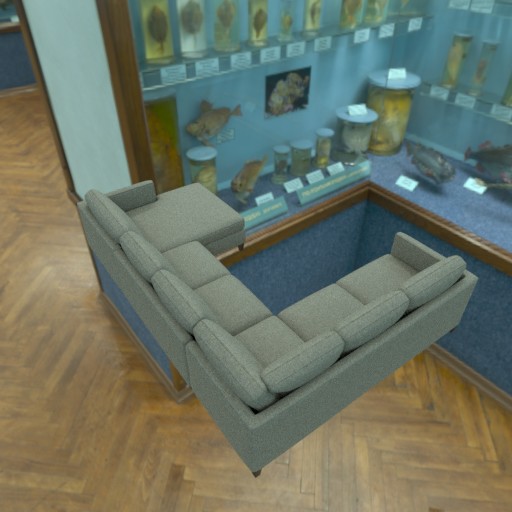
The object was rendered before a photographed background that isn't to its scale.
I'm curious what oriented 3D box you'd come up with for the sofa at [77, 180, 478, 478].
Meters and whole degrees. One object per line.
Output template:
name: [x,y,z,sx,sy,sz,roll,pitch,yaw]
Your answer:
sofa: [0.000,0.000,4.605,2.551,0.889,3.403,-25,45,-27]
